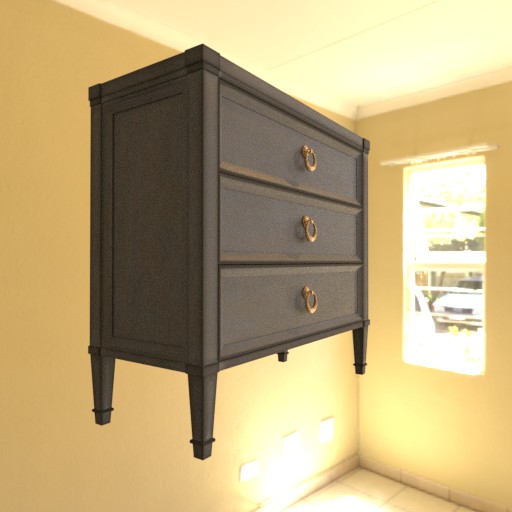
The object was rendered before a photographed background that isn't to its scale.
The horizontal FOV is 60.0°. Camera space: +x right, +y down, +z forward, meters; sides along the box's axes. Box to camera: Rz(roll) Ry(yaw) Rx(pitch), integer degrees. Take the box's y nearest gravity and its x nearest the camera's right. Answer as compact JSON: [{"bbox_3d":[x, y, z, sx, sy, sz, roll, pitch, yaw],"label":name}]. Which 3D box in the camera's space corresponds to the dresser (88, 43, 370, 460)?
[{"bbox_3d":[0.000,0.000,1.590,0.463,0.986,1.049,0,-1,36],"label":"dresser"}]
